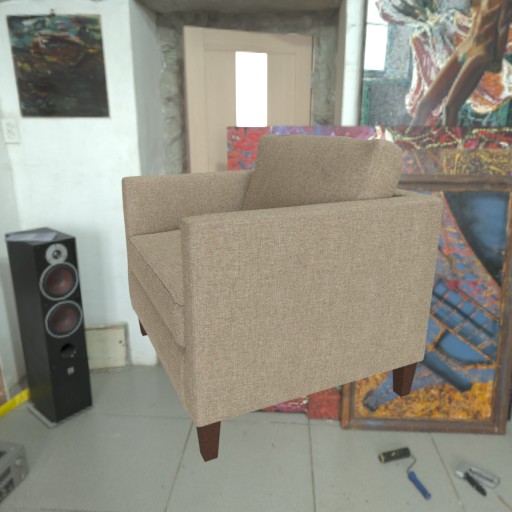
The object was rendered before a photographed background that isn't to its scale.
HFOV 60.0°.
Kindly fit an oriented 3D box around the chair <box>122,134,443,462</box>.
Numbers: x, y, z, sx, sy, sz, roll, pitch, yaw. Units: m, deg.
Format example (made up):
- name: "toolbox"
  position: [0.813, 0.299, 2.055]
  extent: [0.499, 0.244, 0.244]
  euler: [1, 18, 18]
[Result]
- name: "chair"
  position: [0.000, 0.000, 1.879]
  extent: [0.959, 0.987, 1.107]
  euler: [-8, 19, -24]
